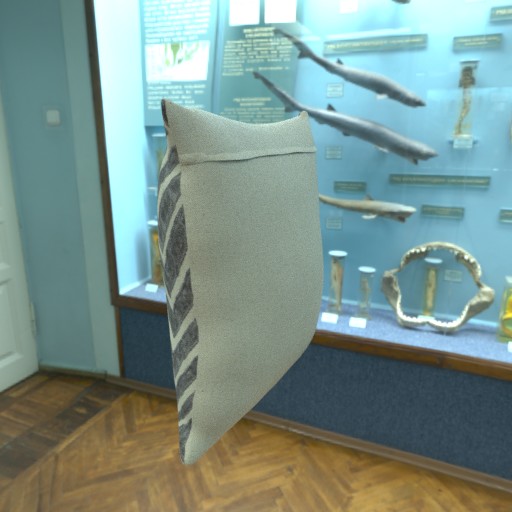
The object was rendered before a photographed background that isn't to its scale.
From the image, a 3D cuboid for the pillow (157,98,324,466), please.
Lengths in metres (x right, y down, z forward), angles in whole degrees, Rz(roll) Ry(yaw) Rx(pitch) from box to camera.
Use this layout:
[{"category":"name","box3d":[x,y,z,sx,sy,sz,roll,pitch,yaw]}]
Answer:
[{"category":"pillow","box3d":[0.000,0.000,0.678,0.182,0.441,0.440,7,17,24]}]
